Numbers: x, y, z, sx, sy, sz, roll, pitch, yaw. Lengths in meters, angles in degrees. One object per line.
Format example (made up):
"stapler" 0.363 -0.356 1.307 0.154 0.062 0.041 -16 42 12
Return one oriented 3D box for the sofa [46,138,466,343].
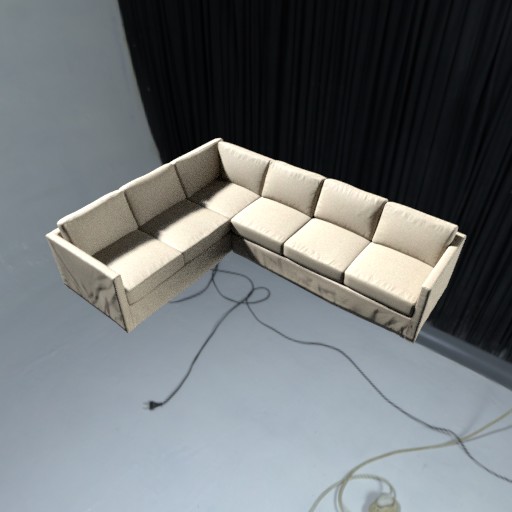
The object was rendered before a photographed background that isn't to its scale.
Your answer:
"sofa" 0.000 0.000 4.336 3.182 0.871 2.432 26 47 28
